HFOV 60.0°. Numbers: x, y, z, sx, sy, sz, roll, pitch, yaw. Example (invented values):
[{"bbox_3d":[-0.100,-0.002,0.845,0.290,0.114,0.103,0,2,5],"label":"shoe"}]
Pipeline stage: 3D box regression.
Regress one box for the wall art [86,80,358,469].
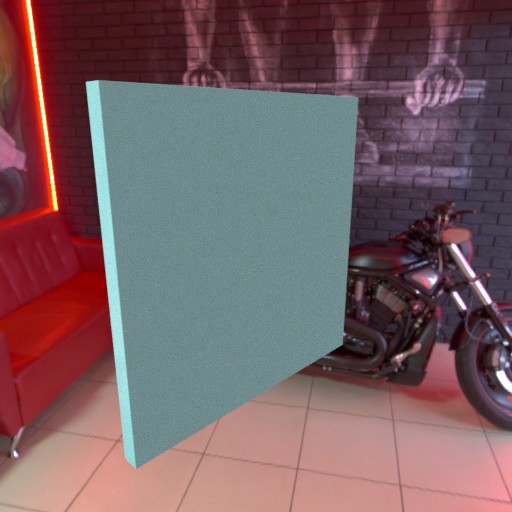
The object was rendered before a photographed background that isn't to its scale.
[{"bbox_3d":[0.000,0.000,0.865,0.036,0.603,0.603,16,23,42],"label":"wall art"}]
